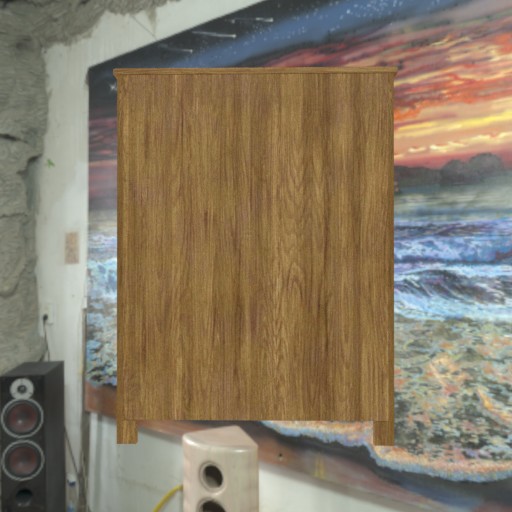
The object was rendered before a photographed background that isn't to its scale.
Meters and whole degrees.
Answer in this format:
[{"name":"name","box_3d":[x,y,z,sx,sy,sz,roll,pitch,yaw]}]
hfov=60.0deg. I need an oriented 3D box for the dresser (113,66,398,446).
[{"name":"dresser","box_3d":[0.000,0.000,1.955,1.081,1.431,0.558,0,0,1]}]
